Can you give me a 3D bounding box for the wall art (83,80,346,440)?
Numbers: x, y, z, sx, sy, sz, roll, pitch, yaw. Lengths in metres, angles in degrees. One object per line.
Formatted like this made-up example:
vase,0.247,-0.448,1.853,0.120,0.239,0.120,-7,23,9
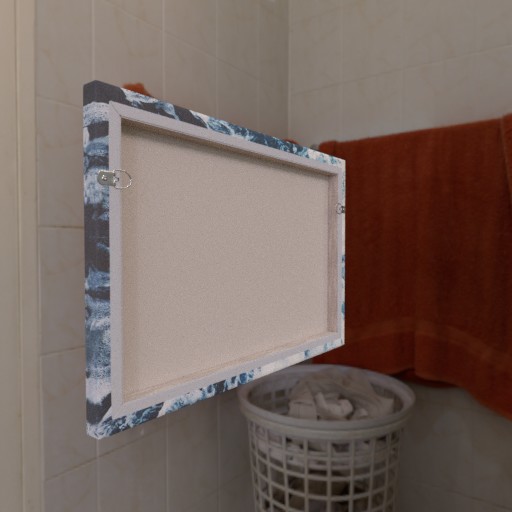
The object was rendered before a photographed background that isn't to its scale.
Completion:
wall art,0.000,0.000,1.117,0.042,0.610,0.915,1,2,38
